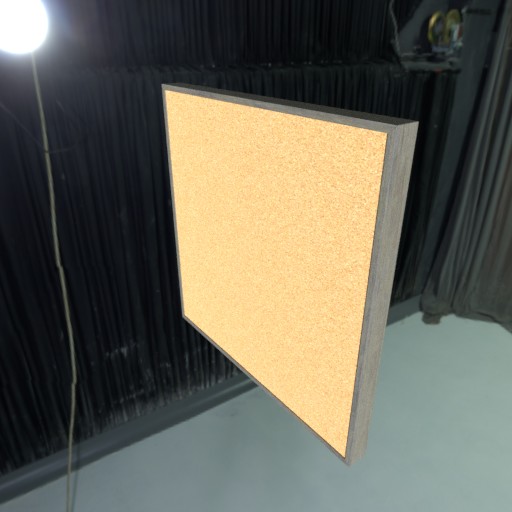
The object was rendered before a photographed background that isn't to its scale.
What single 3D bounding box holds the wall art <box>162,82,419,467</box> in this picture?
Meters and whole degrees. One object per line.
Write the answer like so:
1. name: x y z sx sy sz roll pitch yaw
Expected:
1. wall art: 0.000 0.000 0.748 0.037 0.507 0.507 -19 33 -33
